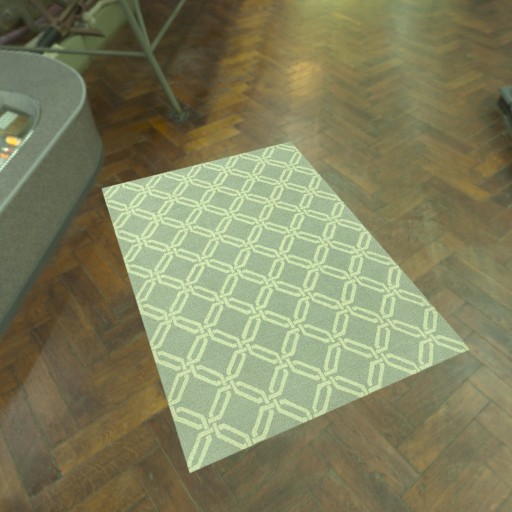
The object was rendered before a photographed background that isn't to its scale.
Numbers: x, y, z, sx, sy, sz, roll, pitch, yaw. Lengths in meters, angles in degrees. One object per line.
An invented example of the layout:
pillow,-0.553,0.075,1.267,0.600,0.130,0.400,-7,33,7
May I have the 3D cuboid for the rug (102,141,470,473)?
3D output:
rug,0.000,0.000,4.408,2.438,0.013,3.353,-18,50,-16
